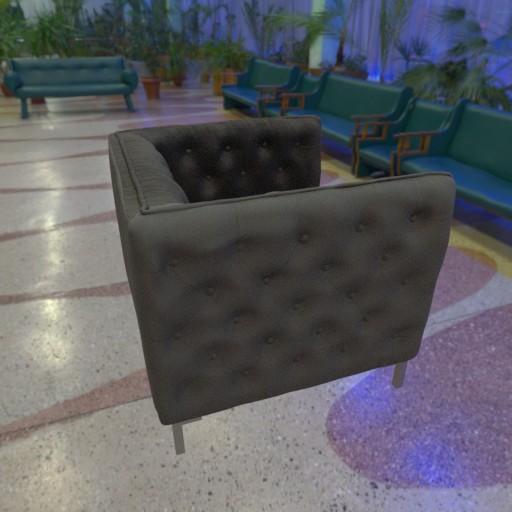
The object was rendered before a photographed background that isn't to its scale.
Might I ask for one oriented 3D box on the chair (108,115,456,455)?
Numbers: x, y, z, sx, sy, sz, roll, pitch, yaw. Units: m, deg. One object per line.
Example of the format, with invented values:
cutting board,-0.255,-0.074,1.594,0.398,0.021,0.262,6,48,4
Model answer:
chair,0.000,0.000,1.623,0.913,0.807,0.946,-10,31,-17
